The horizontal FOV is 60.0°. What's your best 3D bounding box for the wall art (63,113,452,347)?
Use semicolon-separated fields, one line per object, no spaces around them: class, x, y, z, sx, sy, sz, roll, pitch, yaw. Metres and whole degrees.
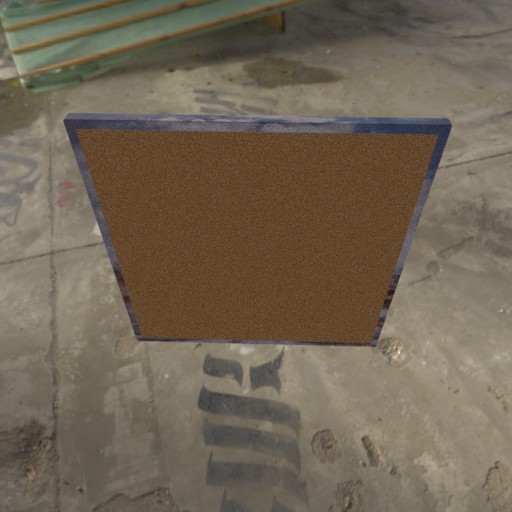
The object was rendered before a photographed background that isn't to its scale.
wall art;0.000;0.000;1.337;0.888;0.897;0.035;1;45;1
